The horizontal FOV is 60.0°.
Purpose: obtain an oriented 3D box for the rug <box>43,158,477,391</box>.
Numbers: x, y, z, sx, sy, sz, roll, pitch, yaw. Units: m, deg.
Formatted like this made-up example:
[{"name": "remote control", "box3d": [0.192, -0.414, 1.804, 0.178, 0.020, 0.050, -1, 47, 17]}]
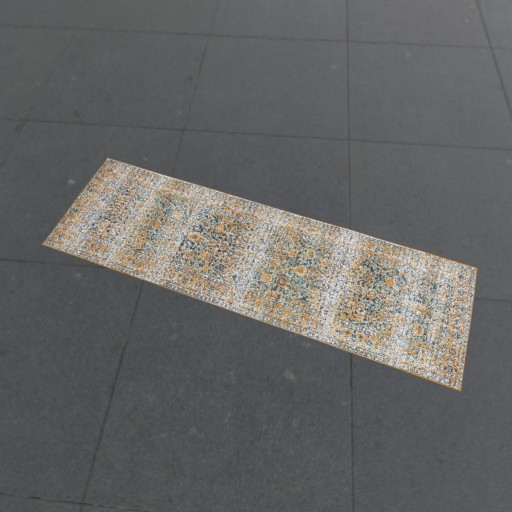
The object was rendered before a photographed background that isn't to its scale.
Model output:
[{"name": "rug", "box3d": [0.000, 0.000, 2.434, 2.294, 0.014, 0.704, 18, 60, 11]}]
